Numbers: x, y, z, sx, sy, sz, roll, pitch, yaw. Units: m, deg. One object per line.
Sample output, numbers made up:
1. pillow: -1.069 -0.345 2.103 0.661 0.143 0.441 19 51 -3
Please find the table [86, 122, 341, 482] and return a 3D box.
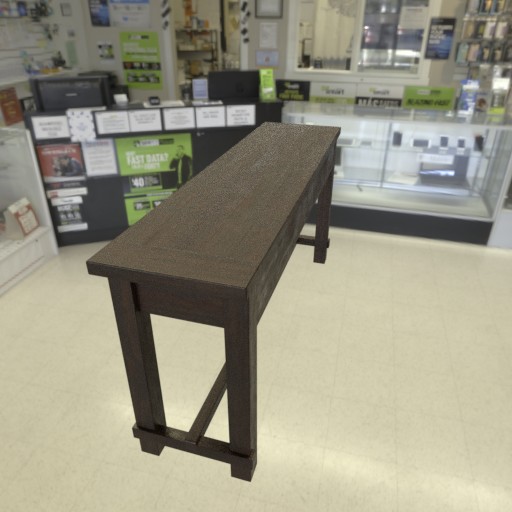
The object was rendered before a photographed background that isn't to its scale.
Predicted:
1. table: 0.000 0.000 1.883 0.442 0.762 1.599 8 30 15
